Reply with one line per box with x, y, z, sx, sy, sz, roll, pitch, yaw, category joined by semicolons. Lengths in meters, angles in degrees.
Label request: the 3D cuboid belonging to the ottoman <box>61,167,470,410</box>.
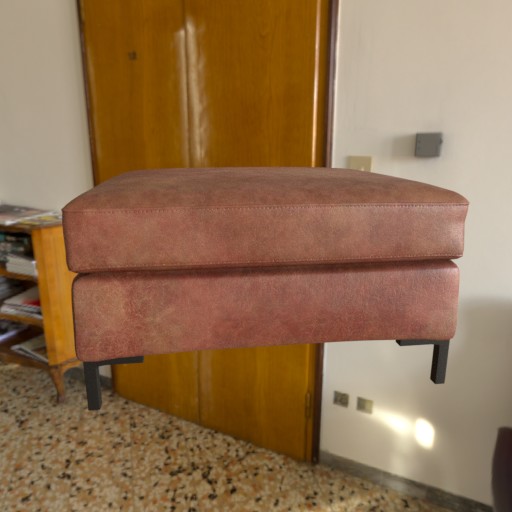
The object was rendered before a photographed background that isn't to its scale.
0.000;0.000;1.753;1.186;0.667;0.965;-2;15;-7;ottoman
